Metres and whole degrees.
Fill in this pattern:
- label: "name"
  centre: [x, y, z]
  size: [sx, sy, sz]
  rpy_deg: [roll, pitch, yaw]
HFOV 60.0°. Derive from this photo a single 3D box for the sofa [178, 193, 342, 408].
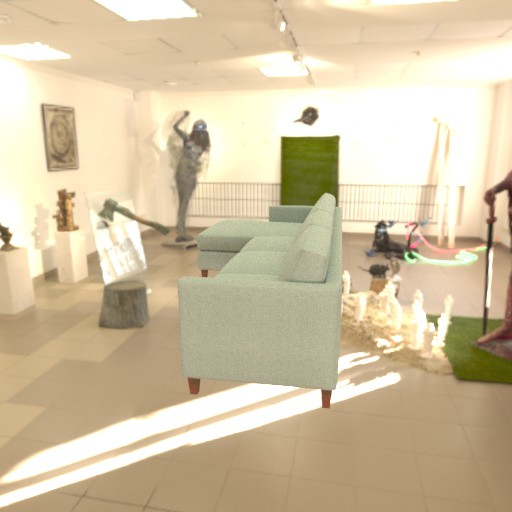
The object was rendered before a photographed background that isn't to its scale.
- label: "sofa"
  centre: [0.000, 0.000, 4.212]
  size: [1.600, 0.953, 3.470]
  rpy_deg: [3, 14, 10]
